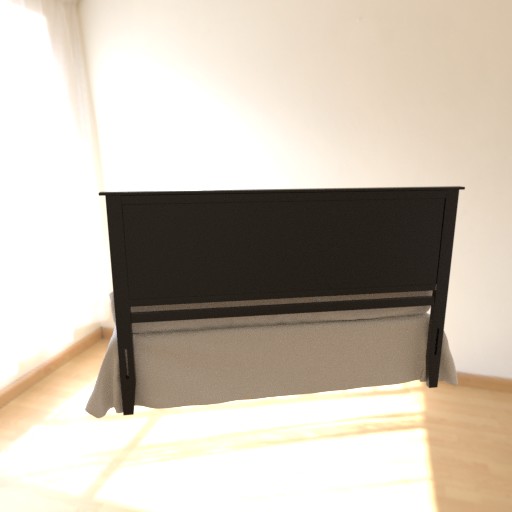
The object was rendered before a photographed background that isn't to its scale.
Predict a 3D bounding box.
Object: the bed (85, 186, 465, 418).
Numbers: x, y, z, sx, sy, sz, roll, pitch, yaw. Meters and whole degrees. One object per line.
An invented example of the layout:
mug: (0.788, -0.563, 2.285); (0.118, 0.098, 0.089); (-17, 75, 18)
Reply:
bed: (0.000, 0.000, 3.566); (2.315, 1.271, 2.219); (-2, 14, -9)
